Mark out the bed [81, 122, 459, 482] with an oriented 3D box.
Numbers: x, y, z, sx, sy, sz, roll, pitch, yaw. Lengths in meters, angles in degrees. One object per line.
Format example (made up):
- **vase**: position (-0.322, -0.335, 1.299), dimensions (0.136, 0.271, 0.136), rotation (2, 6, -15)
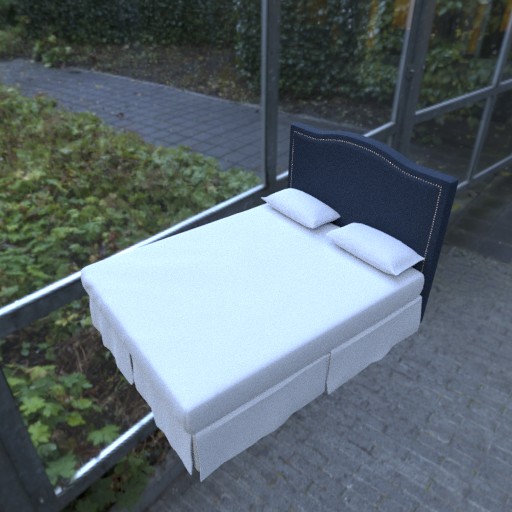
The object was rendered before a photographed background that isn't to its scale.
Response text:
- **bed**: position (0.000, 0.000, 3.416), dimensions (2.282, 1.436, 1.821), rotation (-22, 39, -30)
